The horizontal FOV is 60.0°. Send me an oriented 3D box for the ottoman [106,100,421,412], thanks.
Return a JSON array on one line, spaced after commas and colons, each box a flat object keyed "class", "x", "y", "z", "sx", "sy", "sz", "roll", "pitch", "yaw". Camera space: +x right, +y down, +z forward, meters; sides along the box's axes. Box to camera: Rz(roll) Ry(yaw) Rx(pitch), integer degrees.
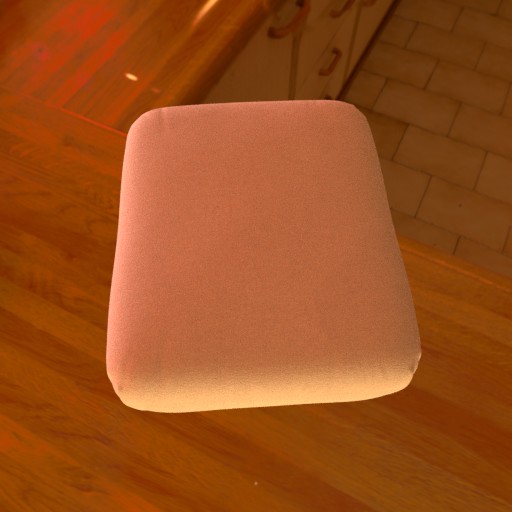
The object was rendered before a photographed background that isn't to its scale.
[{"class": "ottoman", "x": 0.000, "y": 0.000, "z": 1.118, "sx": 0.622, "sy": 0.450, "sz": 0.746, "roll": -3, "pitch": 63, "yaw": -2}]
